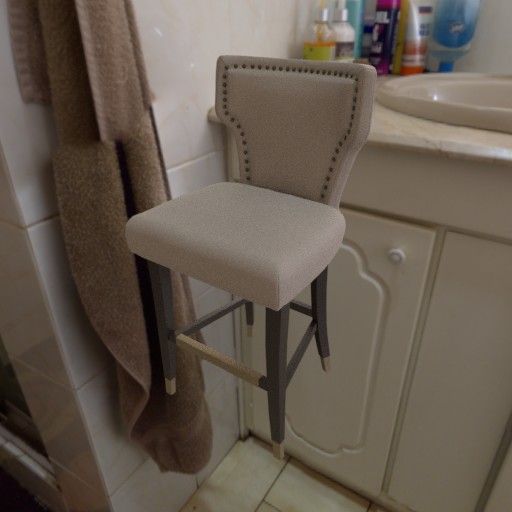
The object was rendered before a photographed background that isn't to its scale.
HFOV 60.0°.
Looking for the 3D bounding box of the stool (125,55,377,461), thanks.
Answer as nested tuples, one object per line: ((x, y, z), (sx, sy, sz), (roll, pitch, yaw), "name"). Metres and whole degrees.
((0.000, 0.000, 1.370), (0.526, 1.092, 0.563), (19, 34, 30), "stool")
